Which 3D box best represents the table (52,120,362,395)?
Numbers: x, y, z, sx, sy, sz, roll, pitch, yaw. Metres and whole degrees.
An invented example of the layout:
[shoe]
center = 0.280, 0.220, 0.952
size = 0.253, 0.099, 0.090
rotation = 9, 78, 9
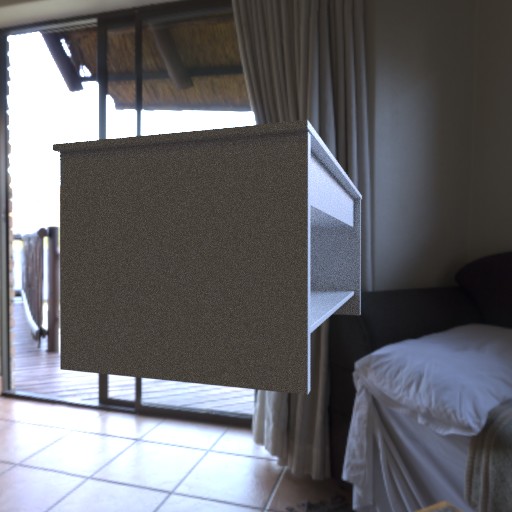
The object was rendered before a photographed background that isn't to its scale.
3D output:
[table]
center = 0.000, 0.000, 1.253
size = 0.500, 0.441, 1.000
rotation = 0, 1, 18
